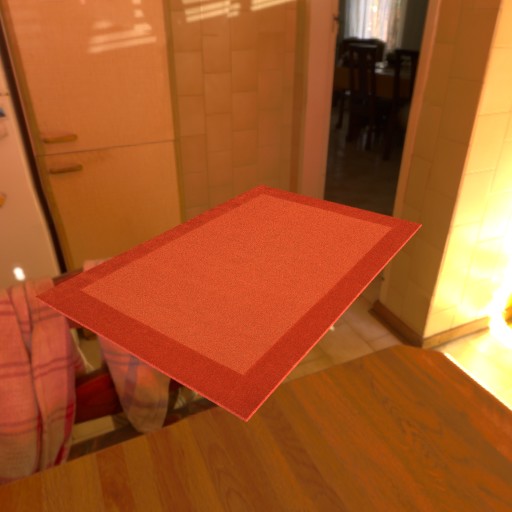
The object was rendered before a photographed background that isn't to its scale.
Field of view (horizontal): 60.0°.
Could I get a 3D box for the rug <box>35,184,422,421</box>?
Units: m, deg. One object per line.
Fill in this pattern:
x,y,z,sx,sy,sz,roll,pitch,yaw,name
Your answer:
0.000,0.000,2.397,1.219,0.014,1.829,19,34,30,rug
